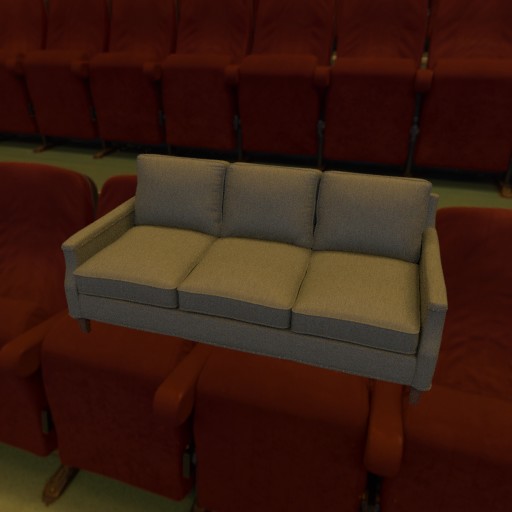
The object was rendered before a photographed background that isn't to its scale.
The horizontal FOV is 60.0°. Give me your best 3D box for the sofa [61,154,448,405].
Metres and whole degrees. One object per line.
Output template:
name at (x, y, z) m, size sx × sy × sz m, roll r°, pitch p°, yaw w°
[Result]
sofa at (0.000, 0.000, 2.878) m, size 2.246 × 1.003 × 1.084 m, roll 8°, pitch 30°, yaw 15°
